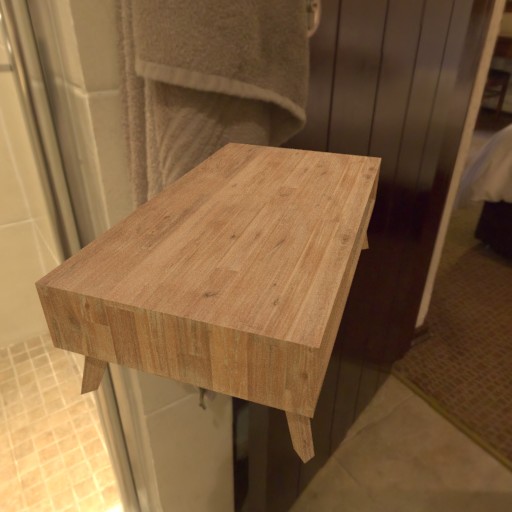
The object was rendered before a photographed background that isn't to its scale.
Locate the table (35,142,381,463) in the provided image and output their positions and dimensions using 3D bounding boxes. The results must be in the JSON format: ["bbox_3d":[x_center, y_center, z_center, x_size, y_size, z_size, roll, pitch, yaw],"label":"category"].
[{"bbox_3d":[0.000,0.000,2.053,0.918,0.531,1.619,10,32,16],"label":"table"}]
